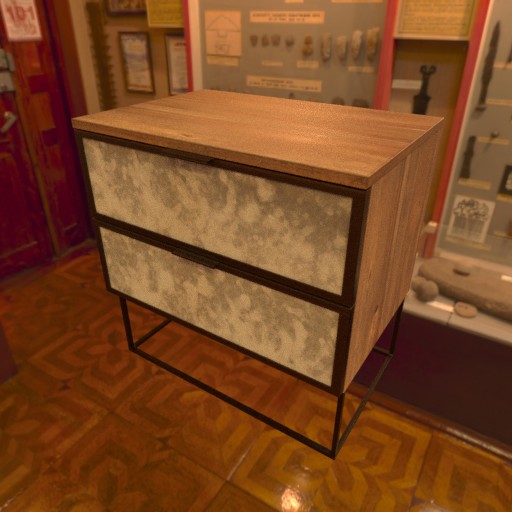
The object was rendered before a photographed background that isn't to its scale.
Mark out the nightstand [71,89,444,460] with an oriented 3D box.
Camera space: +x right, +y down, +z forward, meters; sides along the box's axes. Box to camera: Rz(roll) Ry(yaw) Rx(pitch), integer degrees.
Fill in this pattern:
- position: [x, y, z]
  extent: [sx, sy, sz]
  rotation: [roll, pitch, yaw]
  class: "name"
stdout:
- position: [0.000, 0.000, 1.009]
  extent: [0.605, 0.611, 0.427]
  rotation: [18, 34, 29]
  class: "nightstand"
